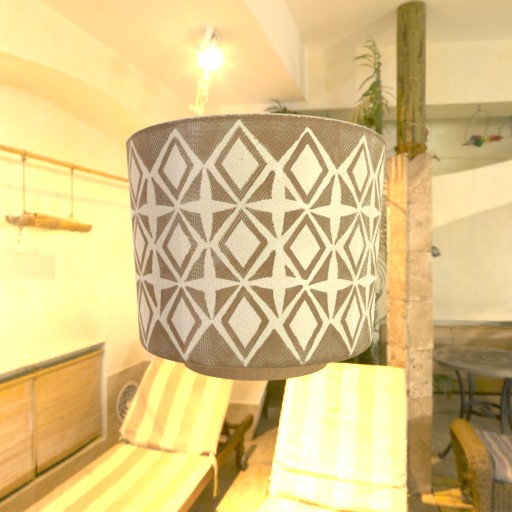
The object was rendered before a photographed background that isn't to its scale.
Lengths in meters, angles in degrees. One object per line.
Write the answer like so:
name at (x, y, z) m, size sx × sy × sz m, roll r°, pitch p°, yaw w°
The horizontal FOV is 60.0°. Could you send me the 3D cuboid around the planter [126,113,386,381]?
planter at (0.000, 0.000, 0.464) m, size 0.260 × 0.220 × 0.260 m, roll 0°, pitch 1°, yaw 0°
